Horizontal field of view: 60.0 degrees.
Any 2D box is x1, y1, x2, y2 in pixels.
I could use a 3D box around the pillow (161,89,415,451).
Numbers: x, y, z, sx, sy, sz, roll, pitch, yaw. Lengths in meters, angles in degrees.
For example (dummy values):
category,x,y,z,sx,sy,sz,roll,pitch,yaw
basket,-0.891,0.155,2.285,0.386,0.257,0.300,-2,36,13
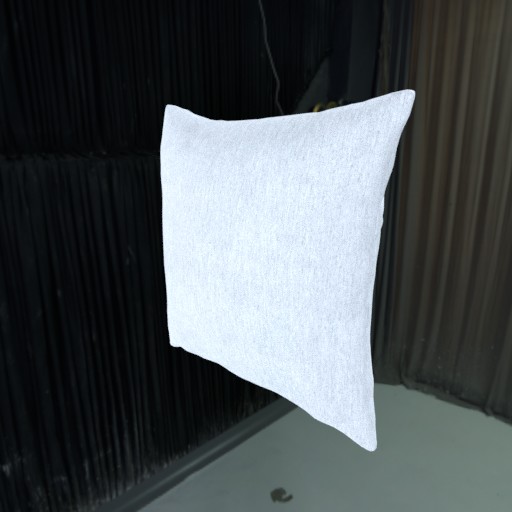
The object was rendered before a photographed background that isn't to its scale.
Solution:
category,x,y,z,sx,sy,sz,roll,pitch,yaw
pillow,0.000,0.000,0.651,0.433,0.436,0.173,15,22,42
